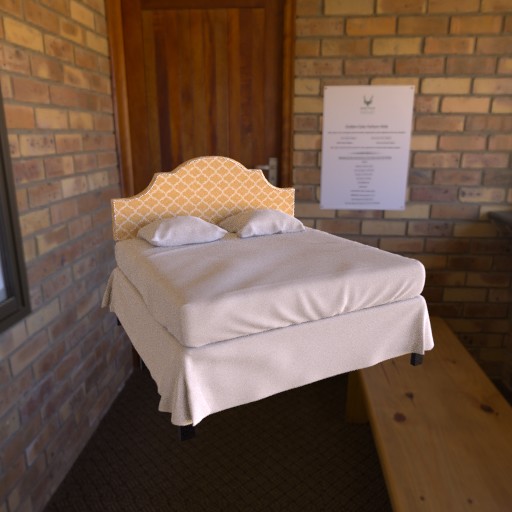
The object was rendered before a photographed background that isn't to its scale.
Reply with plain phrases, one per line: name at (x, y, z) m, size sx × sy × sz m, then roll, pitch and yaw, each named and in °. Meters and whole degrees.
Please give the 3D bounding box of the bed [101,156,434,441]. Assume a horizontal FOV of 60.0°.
bed at (0.000, 0.000, 3.798) m, size 2.314 × 1.601 × 2.222 m, roll -8°, pitch 17°, yaw -27°
